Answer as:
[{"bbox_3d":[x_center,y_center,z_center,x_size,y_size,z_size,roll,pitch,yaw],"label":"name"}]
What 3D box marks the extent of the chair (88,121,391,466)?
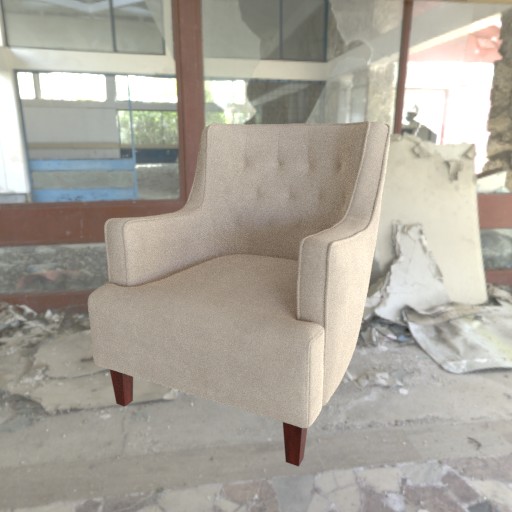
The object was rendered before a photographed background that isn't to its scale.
[{"bbox_3d":[0.000,0.000,1.569,0.781,0.920,0.910,7,17,26],"label":"chair"}]
